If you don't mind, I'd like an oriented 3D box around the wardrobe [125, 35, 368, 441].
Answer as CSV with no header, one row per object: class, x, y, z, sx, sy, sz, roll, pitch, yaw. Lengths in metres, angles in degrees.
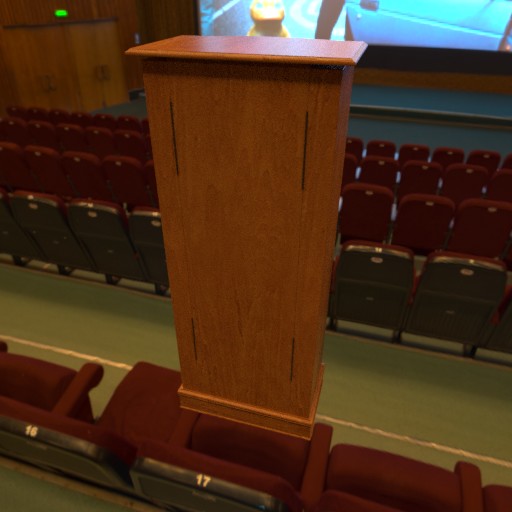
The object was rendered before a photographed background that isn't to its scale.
wardrobe,0.000,0.000,1.102,0.406,0.959,0.273,9,33,14
